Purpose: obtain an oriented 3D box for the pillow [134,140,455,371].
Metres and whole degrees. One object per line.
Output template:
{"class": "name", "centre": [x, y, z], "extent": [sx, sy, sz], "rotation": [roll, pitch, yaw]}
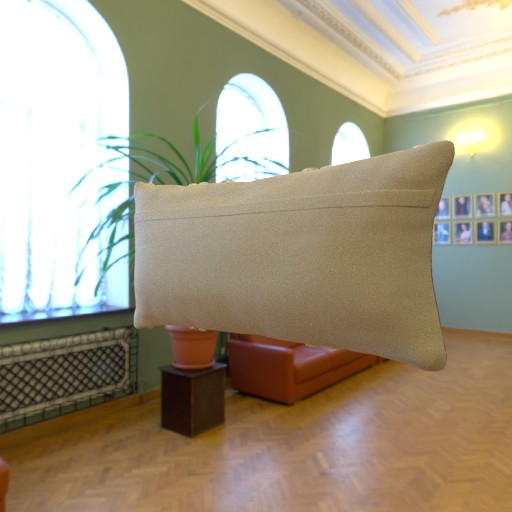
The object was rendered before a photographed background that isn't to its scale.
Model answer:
{"class": "pillow", "centre": [0.000, 0.000, 0.721], "extent": [0.608, 0.295, 0.161], "rotation": [0, 0, 37]}
